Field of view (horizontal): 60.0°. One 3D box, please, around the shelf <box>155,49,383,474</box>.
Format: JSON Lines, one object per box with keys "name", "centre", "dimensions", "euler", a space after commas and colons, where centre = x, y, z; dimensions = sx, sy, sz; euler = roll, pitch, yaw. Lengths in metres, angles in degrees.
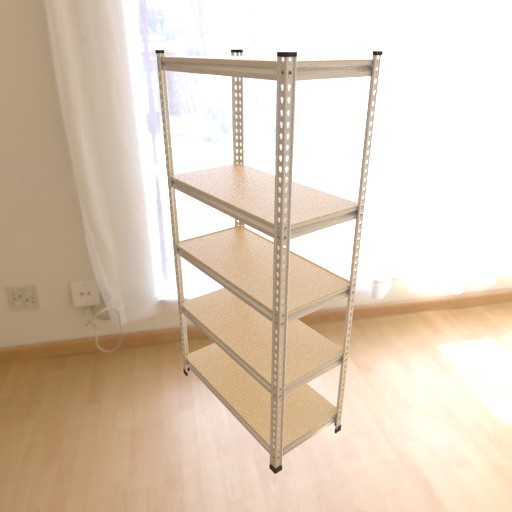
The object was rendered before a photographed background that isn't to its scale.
{"name": "shelf", "centre": [0.000, 0.000, 2.173], "dimensions": [0.457, 1.829, 0.914], "euler": [-18, 31, -33]}
